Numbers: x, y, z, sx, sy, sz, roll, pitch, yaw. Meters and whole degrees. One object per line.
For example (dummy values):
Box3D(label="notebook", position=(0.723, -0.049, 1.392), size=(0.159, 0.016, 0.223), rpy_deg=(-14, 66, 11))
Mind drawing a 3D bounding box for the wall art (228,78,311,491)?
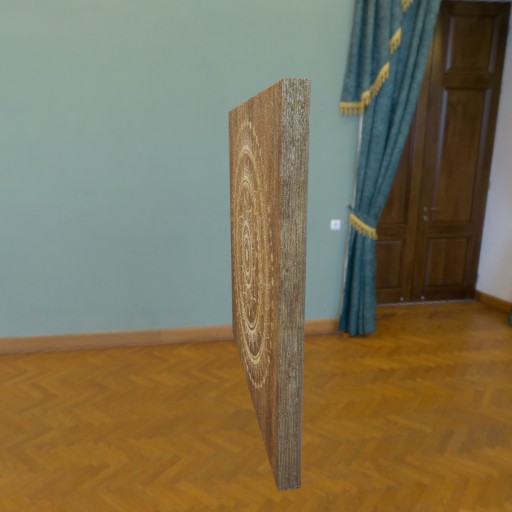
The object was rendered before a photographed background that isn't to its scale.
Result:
Box3D(label="wall art", position=(0.000, 0.000, 0.909), size=(0.042, 0.608, 0.611), rpy_deg=(-2, 14, -9))
